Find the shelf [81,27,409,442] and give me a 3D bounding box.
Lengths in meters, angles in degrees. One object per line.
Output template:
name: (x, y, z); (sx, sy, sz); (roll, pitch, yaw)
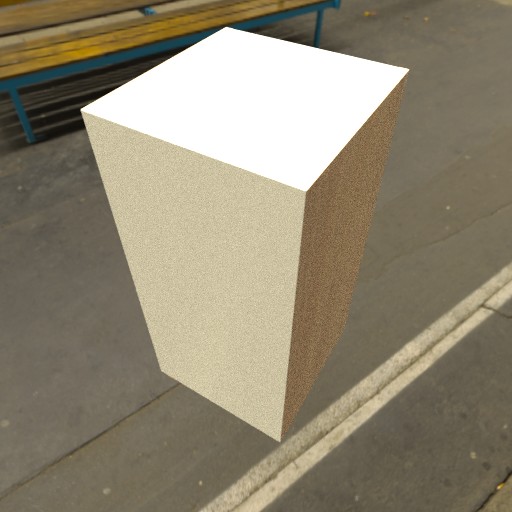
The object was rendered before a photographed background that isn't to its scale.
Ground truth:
shelf: (0.000, 0.000, 0.755); (0.290, 0.594, 0.297); (24, 51, 21)
